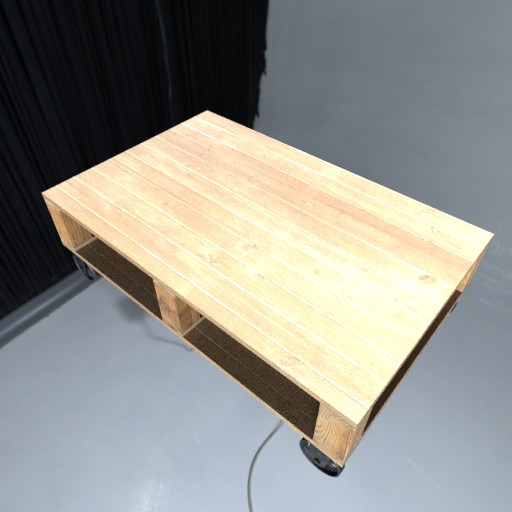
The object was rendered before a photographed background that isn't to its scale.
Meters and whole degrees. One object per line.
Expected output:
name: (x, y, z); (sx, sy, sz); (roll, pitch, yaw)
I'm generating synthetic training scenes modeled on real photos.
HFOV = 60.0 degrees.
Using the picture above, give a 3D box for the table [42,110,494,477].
table: (0.000, 0.000, 1.642); (1.299, 0.413, 0.827); (31, 52, 28)
